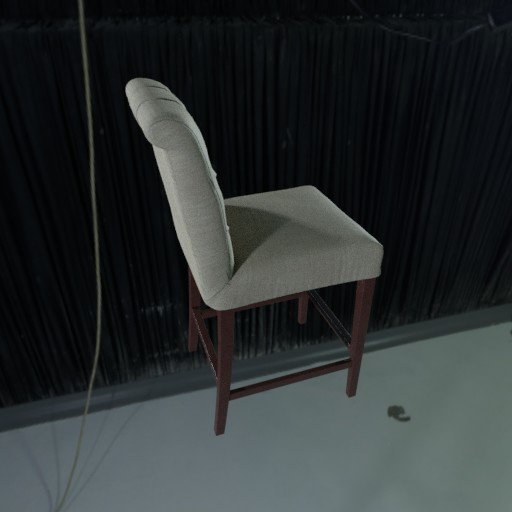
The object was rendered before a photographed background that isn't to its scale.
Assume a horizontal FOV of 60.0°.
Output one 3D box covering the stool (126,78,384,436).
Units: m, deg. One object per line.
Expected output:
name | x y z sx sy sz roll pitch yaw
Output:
stool | 0.000 0.000 1.468 0.660 1.084 0.486 -10 33 -16
